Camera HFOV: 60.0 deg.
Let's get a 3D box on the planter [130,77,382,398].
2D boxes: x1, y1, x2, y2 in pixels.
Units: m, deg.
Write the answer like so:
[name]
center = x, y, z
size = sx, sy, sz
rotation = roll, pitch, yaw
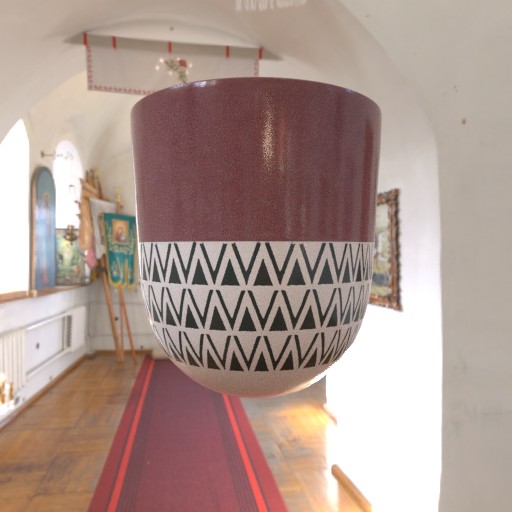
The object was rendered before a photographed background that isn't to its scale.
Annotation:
[planter]
center = 0.000, 0.000, 0.358
size = 0.195, 0.214, 0.195
rotation = 0, 1, 0
